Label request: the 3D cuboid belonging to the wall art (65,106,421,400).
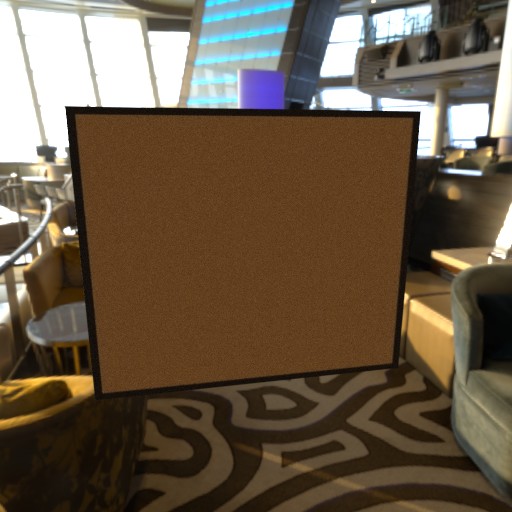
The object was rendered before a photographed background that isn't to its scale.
[{"bbox_3d":[0.000,0.000,1.387,1.033,0.875,0.023,-3,15,-11],"label":"wall art"}]
